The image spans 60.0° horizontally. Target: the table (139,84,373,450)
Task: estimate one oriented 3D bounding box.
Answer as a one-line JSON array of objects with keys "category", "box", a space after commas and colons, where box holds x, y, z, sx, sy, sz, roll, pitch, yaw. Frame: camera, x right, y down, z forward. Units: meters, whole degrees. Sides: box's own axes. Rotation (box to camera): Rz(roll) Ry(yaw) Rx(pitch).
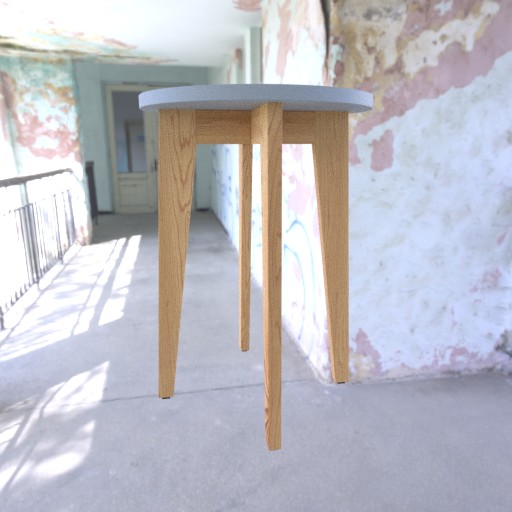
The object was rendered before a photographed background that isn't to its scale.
[{"category": "table", "box": [0.000, 0.000, 0.744, 0.350, 0.500, 0.350, 0, 14, 0]}]
